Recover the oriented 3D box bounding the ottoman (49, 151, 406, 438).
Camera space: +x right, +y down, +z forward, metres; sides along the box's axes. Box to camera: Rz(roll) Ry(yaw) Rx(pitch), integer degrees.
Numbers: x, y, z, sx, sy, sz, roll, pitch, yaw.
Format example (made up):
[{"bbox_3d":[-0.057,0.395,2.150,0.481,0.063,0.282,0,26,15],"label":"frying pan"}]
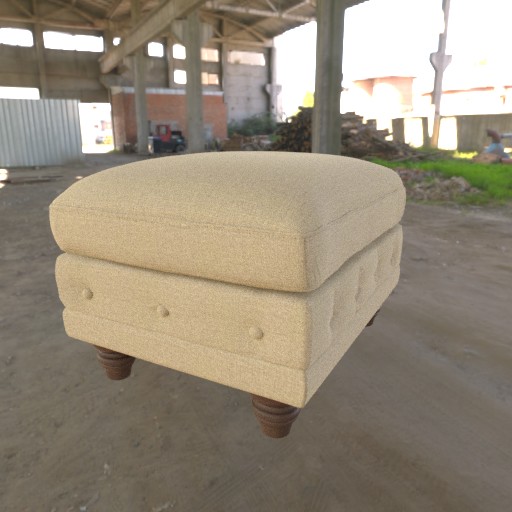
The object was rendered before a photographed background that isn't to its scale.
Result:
[{"bbox_3d":[0.000,0.000,1.014,0.541,0.463,0.684,8,17,28],"label":"ottoman"}]
